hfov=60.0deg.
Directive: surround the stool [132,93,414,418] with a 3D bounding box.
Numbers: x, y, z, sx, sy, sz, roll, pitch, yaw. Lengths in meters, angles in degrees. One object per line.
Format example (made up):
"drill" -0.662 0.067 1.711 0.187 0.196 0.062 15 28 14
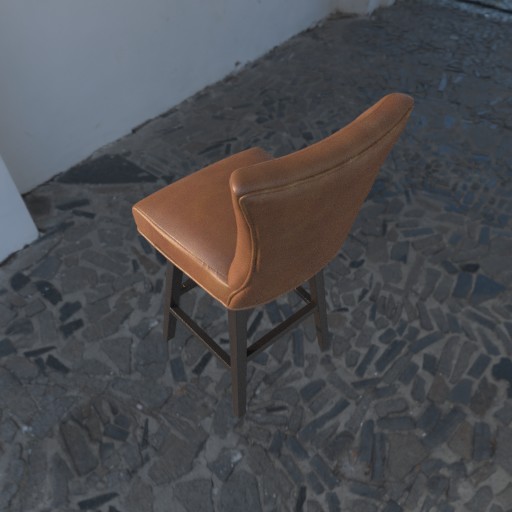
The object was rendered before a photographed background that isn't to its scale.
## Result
"stool" 0.000 0.000 1.390 0.522 1.094 0.585 -32 55 -26
